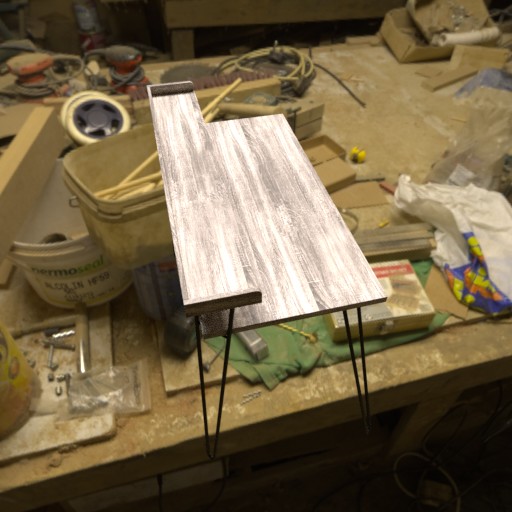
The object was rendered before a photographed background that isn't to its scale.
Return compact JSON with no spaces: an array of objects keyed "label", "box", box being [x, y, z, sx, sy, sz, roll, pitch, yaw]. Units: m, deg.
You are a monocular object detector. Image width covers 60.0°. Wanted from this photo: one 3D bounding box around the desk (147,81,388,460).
[{"label":"desk","box":[0.000,0.000,1.639,0.605,0.899,1.135,-10,47,-10]}]
